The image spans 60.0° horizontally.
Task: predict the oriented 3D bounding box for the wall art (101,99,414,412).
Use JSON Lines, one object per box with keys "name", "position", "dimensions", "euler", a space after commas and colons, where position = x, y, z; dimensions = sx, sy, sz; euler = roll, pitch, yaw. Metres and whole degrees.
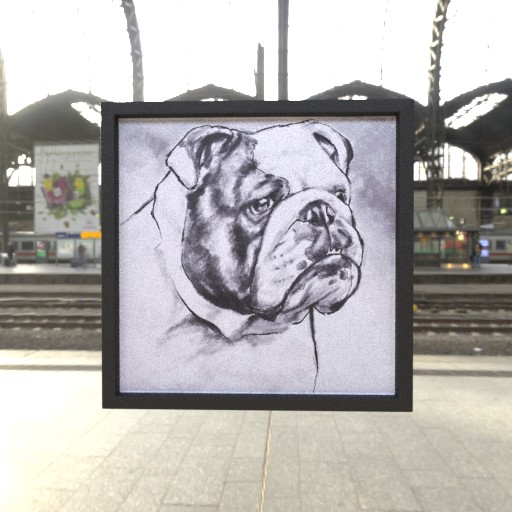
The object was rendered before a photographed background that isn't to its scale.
{"name": "wall art", "position": [0.000, 0.000, 0.656], "dimensions": [0.456, 0.453, 0.022], "euler": [0, 1, 2]}
